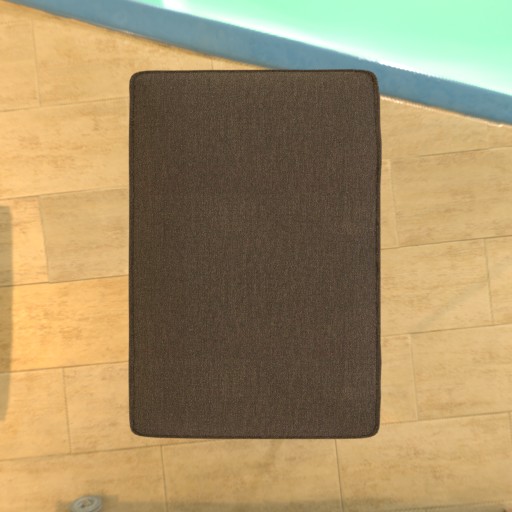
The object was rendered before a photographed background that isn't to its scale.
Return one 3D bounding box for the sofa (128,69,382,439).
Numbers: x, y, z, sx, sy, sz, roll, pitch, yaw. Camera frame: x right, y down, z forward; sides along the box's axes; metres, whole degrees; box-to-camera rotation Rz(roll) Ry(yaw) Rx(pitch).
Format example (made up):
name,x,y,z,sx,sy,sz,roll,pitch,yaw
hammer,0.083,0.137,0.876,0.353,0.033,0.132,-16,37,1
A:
name,x,y,z,sx,sy,sz,roll,pitch,yaw
sofa,0.000,0.000,1.206,0.578,0.457,0.854,0,90,1
